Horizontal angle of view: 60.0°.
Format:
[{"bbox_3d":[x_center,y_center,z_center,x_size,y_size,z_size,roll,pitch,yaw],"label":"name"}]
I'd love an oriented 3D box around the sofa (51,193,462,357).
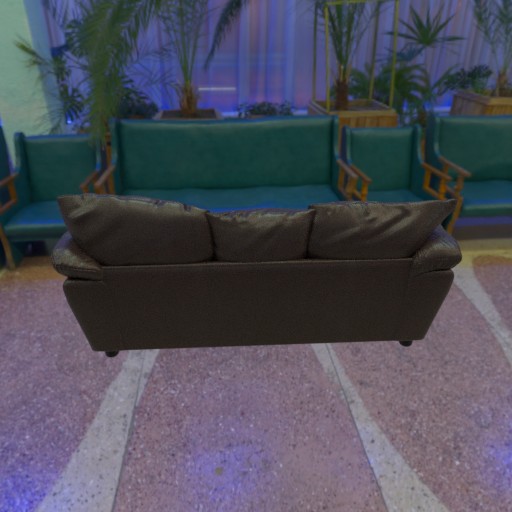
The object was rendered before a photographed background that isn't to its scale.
[{"bbox_3d":[0.000,0.000,2.887,2.390,1.091,0.907,-1,29,-3],"label":"sofa"}]
